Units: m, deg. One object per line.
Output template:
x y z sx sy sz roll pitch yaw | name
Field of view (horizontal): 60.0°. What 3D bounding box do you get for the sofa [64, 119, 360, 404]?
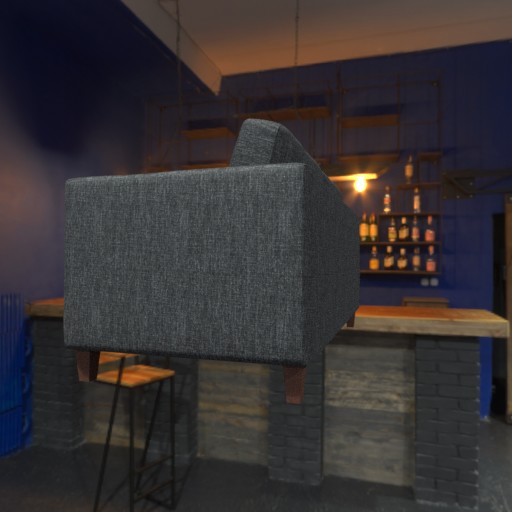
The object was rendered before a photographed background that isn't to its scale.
0.000 0.000 2.383 0.950 0.963 1.884 0 0 18 | sofa
